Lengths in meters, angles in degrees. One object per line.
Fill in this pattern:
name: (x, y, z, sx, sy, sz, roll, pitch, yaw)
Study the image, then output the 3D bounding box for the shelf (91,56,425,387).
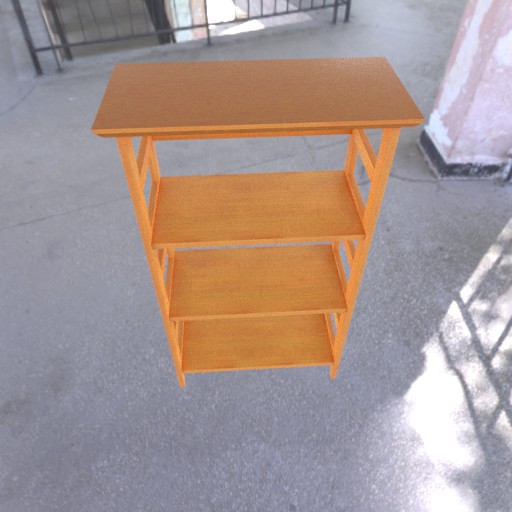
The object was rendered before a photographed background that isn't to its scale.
shelf: (0.000, 0.000, 1.363, 0.660, 1.067, 0.305, -3, 46, -2)
